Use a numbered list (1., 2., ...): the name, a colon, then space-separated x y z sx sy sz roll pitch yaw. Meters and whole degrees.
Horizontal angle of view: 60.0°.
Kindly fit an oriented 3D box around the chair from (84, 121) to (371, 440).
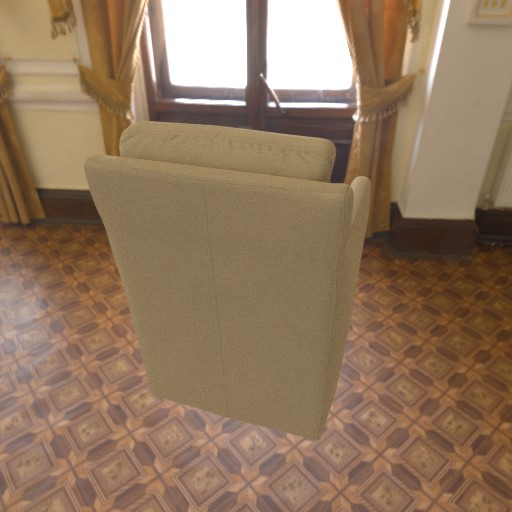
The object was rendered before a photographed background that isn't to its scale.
1. chair: 0.000 0.000 1.377 0.626 0.914 0.694 10 34 15
